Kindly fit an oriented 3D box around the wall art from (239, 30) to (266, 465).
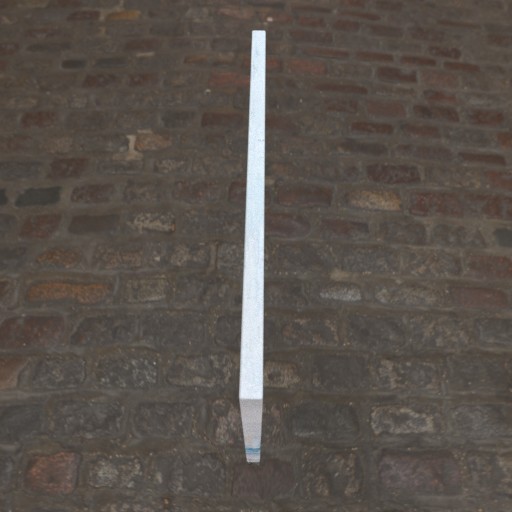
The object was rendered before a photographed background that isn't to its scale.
[{"bbox_3d":[0.000,0.000,1.291,0.038,0.762,1.016,1,58,0],"label":"wall art"}]
